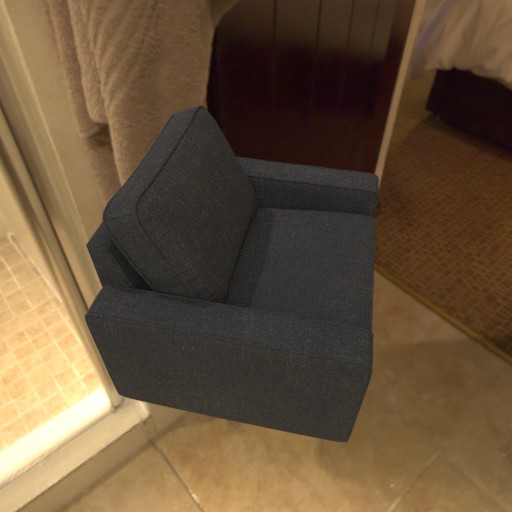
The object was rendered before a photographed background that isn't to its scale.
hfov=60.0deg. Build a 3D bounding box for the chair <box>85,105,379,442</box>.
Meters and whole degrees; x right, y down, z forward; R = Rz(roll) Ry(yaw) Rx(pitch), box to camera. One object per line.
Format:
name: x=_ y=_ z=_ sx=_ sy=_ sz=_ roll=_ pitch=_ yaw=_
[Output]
chair: x=0.000 y=0.000 z=1.767 sx=0.940 sy=0.919 sz=1.017 roll=9 pitch=46 yaw=9
